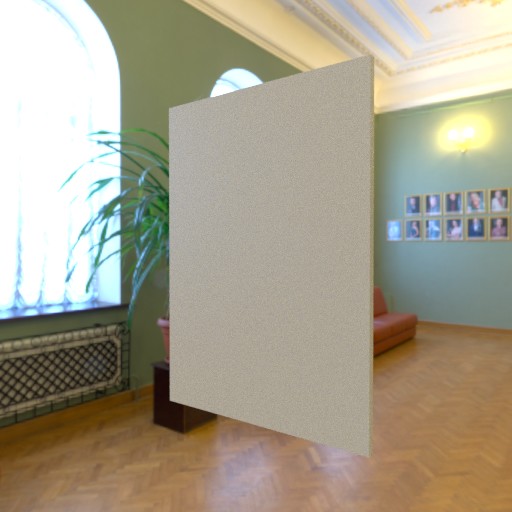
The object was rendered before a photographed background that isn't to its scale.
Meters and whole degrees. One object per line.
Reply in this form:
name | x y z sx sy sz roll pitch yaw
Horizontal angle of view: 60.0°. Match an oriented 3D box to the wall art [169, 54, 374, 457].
wall art | 0.000 0.000 0.702 0.381 0.533 0.013 1 1 36
